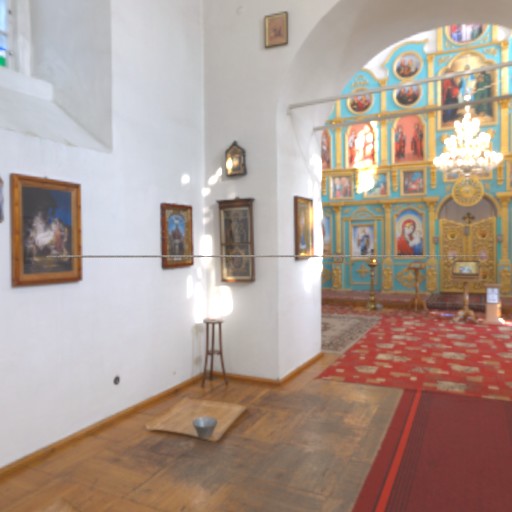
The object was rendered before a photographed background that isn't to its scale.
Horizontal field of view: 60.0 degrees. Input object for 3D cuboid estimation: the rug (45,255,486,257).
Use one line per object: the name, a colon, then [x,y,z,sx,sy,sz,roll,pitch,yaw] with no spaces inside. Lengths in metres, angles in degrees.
rug: [0.000,0.000,2.986,2.433,0.007,1.507,0,0,-19]
